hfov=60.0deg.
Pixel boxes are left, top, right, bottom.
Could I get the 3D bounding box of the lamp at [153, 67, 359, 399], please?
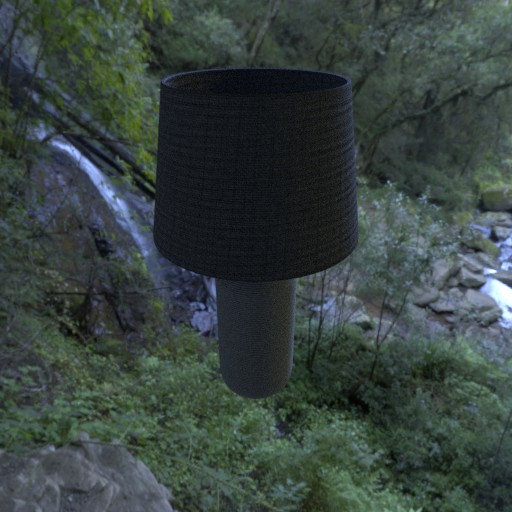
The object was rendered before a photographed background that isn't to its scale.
[{"bbox_3d":[0.000,0.000,0.573,0.251,0.429,0.251,0,29,0],"label":"lamp"}]
